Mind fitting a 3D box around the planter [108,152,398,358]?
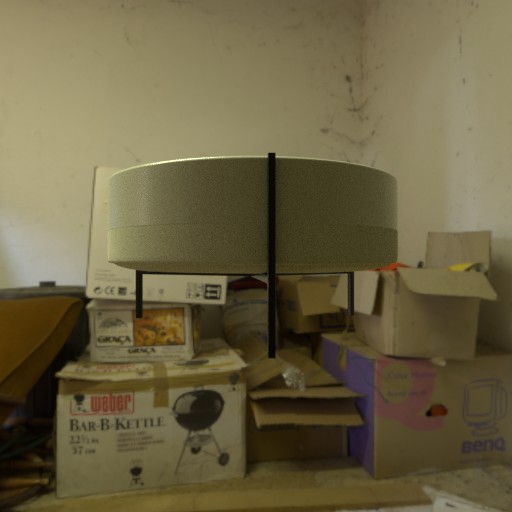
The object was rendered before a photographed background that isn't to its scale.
[{"bbox_3d":[0.000,0.000,0.542,0.345,0.171,0.336,0,0,-36],"label":"planter"}]
